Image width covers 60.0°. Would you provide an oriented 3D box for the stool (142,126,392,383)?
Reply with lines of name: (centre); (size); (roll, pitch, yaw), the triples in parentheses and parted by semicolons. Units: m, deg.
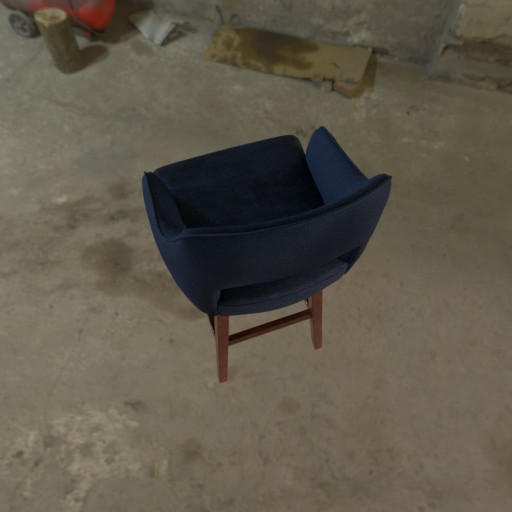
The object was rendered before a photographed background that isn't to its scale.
stool: (0.000, 0.000, 1.370); (0.550, 1.041, 0.560); (-17, 60, -10)
